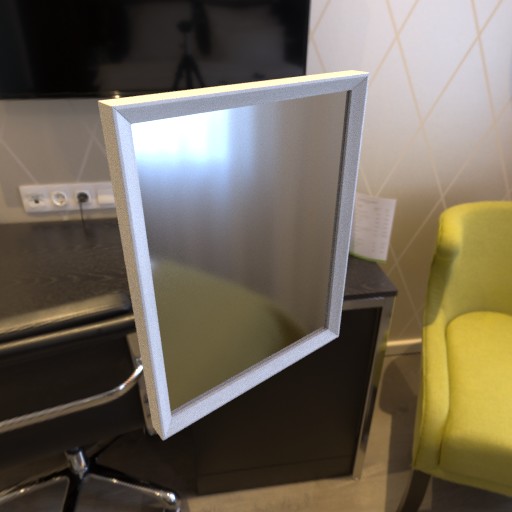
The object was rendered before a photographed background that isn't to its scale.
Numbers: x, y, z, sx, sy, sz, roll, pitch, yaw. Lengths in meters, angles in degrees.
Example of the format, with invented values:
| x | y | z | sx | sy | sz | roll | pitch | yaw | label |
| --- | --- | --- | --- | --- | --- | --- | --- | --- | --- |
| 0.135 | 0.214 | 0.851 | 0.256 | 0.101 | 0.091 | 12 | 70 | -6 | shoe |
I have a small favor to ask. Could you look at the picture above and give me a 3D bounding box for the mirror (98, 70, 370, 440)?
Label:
| x | y | z | sx | sy | sz | roll | pitch | yaw | label |
| --- | --- | --- | --- | --- | --- | --- | --- | --- | --- |
| 0.000 | 0.000 | 0.696 | 0.406 | 0.509 | 0.041 | -21 | 36 | -33 | mirror |
